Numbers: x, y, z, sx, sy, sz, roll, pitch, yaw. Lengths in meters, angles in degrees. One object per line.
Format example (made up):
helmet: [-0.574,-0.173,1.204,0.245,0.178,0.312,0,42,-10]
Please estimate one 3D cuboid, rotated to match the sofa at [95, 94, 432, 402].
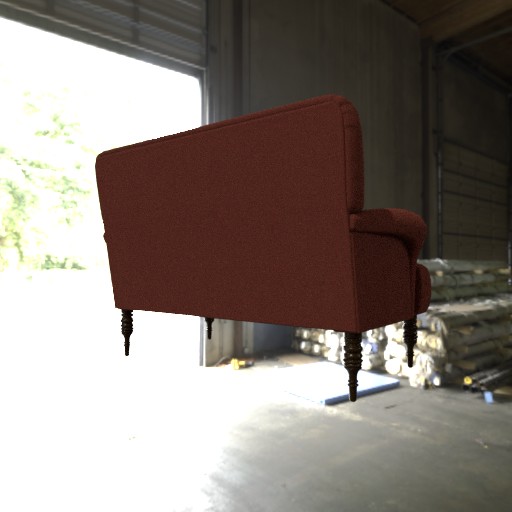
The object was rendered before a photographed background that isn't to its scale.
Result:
sofa: [0.000,0.000,1.850,1.297,0.889,0.779,-1,-1,37]
